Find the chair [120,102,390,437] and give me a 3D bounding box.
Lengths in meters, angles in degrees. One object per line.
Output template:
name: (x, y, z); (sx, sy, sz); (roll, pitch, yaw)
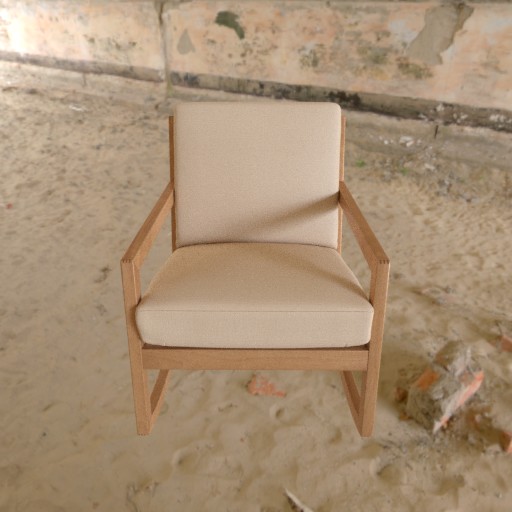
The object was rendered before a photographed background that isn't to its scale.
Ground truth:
chair: (0.000, 0.000, 1.384); (0.622, 0.790, 0.857); (0, 31, 0)
